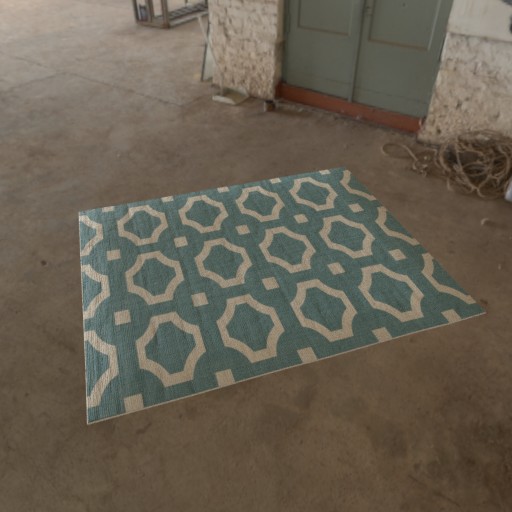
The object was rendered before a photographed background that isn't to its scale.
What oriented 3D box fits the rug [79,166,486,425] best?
[{"bbox_3d":[0.000,0.000,4.050,3.049,0.021,2.466,-12,42,-14],"label":"rug"}]
